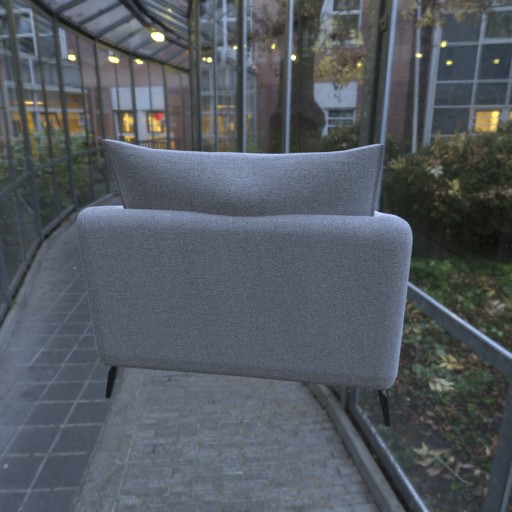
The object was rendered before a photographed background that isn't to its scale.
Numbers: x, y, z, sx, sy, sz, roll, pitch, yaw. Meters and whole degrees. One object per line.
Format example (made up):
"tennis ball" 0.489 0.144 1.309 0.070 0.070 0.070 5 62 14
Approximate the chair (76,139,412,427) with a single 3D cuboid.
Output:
"chair" 0.000 0.000 1.639 1.029 0.856 0.801 3 17 9
